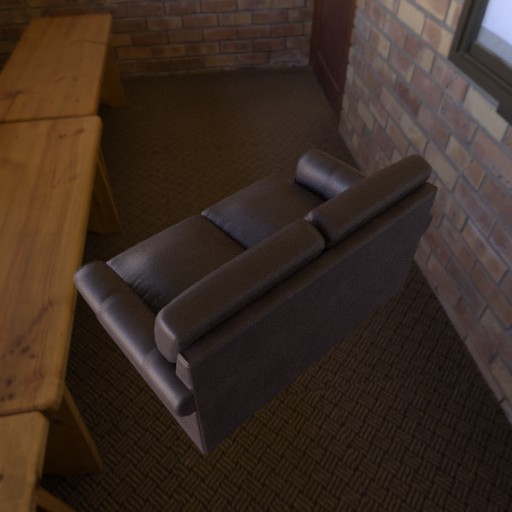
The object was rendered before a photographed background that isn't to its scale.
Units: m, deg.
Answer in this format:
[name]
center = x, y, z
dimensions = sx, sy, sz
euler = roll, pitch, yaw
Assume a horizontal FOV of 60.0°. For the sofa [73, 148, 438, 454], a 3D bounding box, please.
[sofa]
center = 0.000, 0.000, 2.343
dimensions = 1.663, 0.979, 1.030
euler = -32, 53, -28
